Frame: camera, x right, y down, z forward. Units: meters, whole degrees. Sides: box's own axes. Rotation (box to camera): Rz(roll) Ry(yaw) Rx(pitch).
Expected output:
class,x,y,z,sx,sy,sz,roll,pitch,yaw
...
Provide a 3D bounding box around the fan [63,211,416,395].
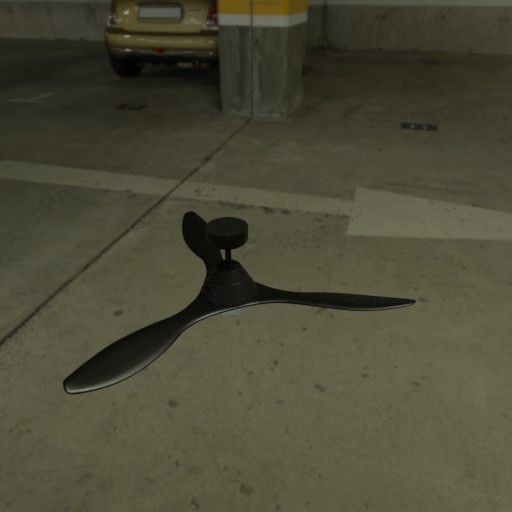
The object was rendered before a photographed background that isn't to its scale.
class,x,y,z,sx,sy,sz,roll,pitch,yaw
fan,0.000,0.000,1.587,1.067,0.305,1.067,-1,31,-2
